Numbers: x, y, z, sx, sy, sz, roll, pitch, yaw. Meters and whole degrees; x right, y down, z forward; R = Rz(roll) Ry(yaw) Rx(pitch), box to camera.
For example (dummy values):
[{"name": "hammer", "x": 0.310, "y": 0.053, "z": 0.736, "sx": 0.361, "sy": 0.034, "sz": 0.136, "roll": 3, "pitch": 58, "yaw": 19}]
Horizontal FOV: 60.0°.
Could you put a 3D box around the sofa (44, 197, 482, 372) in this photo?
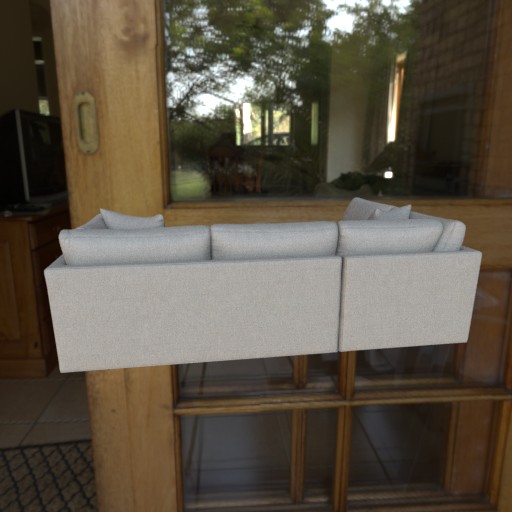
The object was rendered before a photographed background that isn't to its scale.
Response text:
[{"name": "sofa", "x": 0.000, "y": 0.000, "z": 3.864, "sx": 2.896, "sy": 0.978, "sz": 1.994, "roll": -2, "pitch": 13, "yaw": -9}]
